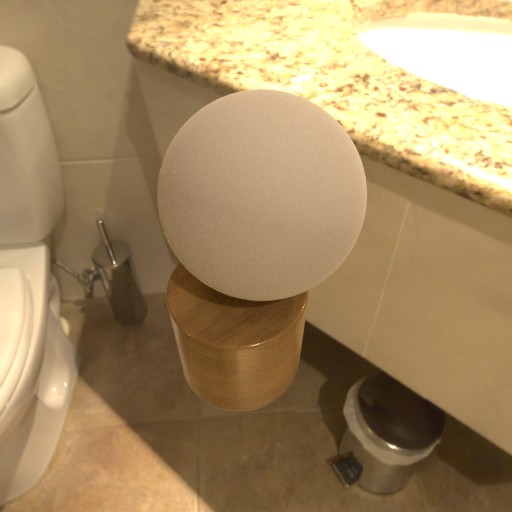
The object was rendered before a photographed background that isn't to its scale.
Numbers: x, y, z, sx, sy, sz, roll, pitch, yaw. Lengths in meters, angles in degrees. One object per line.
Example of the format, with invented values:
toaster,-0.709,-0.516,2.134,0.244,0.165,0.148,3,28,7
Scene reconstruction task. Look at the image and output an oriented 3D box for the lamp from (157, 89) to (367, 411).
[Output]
lamp,0.000,0.000,0.344,0.152,0.250,0.141,-33,55,-27
